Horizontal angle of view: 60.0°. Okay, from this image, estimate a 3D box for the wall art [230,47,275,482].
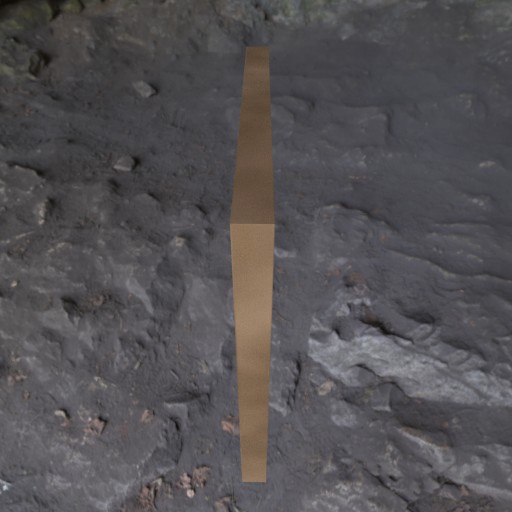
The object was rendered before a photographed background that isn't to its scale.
[{"bbox_3d":[0.000,0.000,0.736,0.038,0.511,0.513,0,41,0],"label":"wall art"}]
